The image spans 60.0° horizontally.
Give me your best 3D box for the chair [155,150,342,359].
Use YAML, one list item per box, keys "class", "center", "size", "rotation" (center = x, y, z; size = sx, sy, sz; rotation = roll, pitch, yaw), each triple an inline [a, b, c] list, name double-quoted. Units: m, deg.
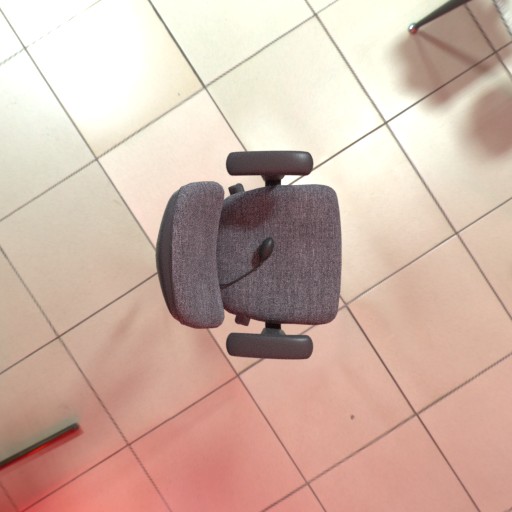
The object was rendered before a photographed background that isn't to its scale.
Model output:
- class: "chair"
  center: [0.000, 0.000, 1.287]
  size: [0.530, 0.910, 0.550]
  rotation: [0, 90, 0]
